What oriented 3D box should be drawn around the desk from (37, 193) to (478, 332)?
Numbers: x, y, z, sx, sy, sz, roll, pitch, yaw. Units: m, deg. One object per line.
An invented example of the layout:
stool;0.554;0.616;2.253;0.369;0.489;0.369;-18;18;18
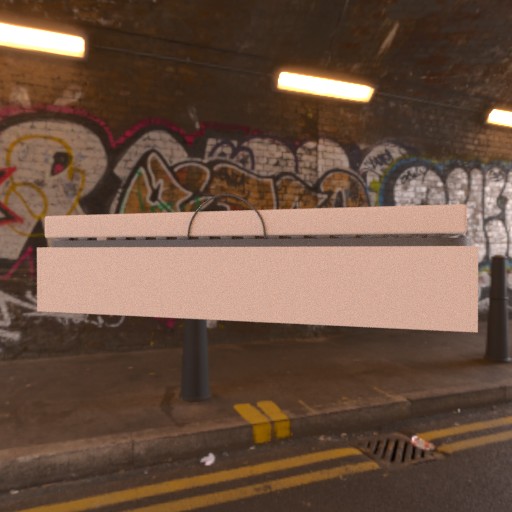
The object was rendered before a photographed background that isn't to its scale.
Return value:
desk;0.000;0.000;2.256;1.900;0.526;0.900;0;1;17
